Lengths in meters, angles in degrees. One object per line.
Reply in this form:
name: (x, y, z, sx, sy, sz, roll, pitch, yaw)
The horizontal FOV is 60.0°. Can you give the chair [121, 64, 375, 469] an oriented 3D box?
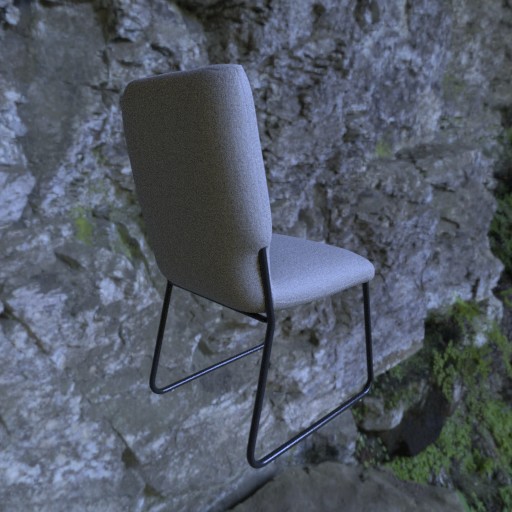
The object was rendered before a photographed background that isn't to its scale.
chair: (0.000, 0.000, 1.173, 0.560, 0.864, 0.448, -14, 21, -42)
